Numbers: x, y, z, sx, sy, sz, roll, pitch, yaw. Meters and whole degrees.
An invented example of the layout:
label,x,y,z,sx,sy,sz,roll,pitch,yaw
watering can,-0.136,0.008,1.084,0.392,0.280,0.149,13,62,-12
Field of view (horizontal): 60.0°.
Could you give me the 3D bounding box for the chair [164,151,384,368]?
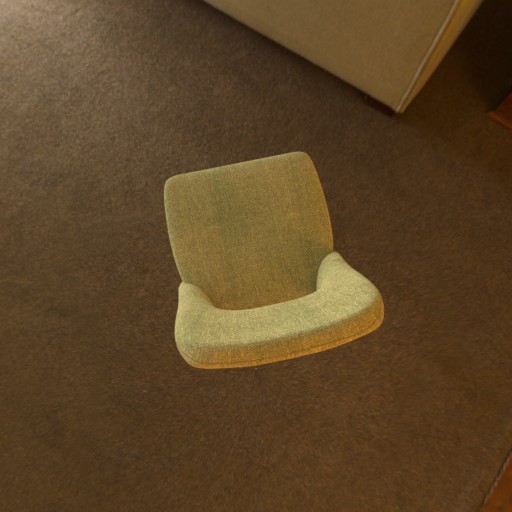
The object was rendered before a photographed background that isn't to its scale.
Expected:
label,x,y,z,sx,sy,sz,roll,pitch,yaw
chair,0.000,0.000,1.288,0.470,0.931,0.612,-12,76,-3
